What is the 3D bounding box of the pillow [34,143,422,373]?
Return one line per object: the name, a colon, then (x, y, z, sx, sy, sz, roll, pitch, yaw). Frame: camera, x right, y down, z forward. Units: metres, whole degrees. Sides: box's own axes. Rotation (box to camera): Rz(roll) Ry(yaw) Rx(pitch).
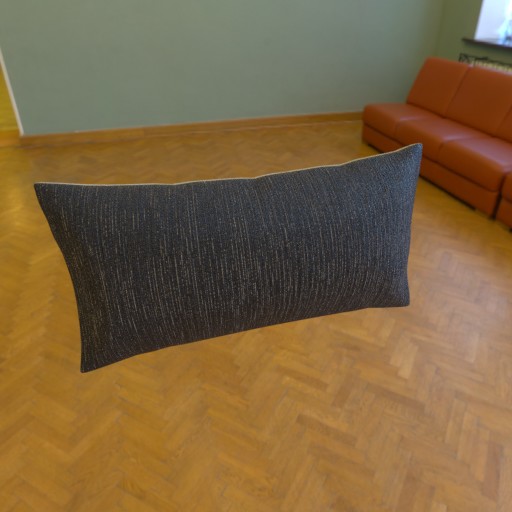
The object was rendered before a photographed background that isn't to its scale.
pillow: (0.000, 0.000, 0.727, 0.608, 0.305, 0.156, -9, 33, -14)
